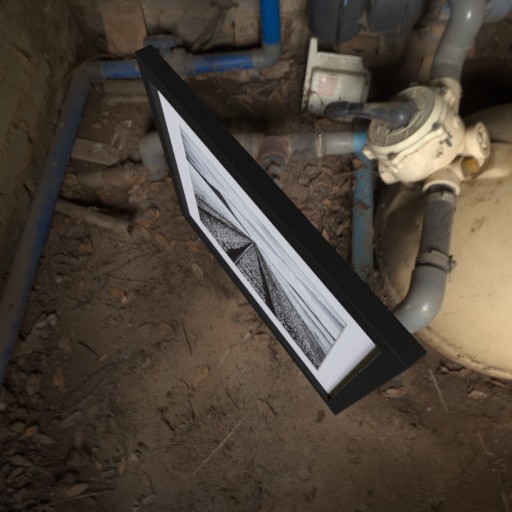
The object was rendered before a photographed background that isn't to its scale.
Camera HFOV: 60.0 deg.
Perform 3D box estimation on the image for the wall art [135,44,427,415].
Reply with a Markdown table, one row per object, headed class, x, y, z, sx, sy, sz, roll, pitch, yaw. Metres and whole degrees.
| class | x | y | z | sx | sy | sz | roll | pitch | yaw |
| --- | --- | --- | --- | --- | --- | --- | --- | --- | --- |
| wall art | 0.000 | 0.000 | 0.753 | 0.029 | 0.458 | 0.559 | -33 | 69 | -15 |
